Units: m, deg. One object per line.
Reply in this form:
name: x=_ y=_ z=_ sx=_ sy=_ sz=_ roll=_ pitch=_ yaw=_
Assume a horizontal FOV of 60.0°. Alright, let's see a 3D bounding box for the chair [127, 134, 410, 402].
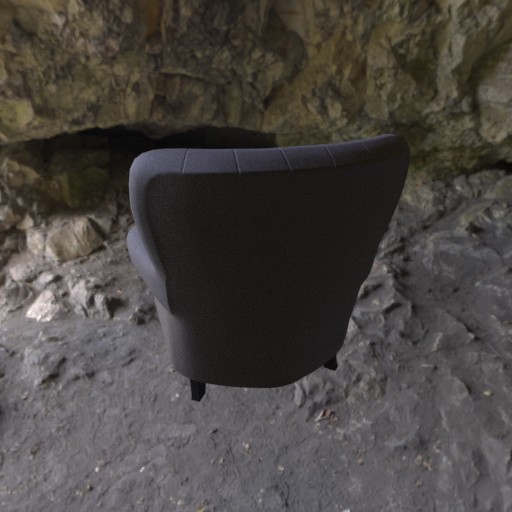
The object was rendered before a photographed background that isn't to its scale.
chair: x=0.000 y=0.000 z=1.794 sx=0.983 sy=1.046 sz=0.983 roll=-8 pitch=27 yaw=-16
